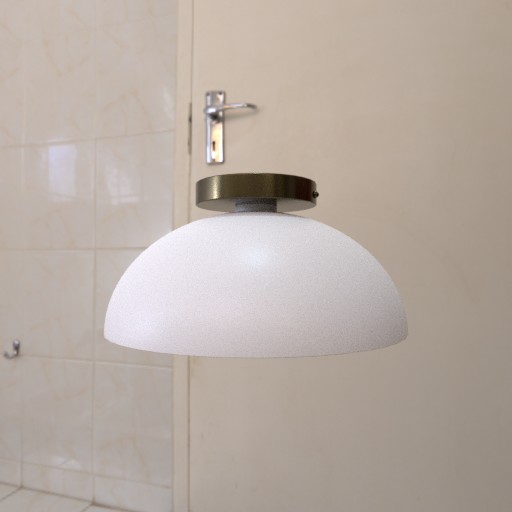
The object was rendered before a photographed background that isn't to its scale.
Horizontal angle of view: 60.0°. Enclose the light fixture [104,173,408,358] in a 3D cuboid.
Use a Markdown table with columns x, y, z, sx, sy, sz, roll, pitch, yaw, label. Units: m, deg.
| x | y | z | sx | sy | sz | roll | pitch | yaw | label |
| --- | --- | --- | --- | --- | --- | --- | --- | --- | --- |
| 0.000 | 0.000 | 0.548 | 0.355 | 0.177 | 0.355 | 0 | -1 | 0 | light fixture |
